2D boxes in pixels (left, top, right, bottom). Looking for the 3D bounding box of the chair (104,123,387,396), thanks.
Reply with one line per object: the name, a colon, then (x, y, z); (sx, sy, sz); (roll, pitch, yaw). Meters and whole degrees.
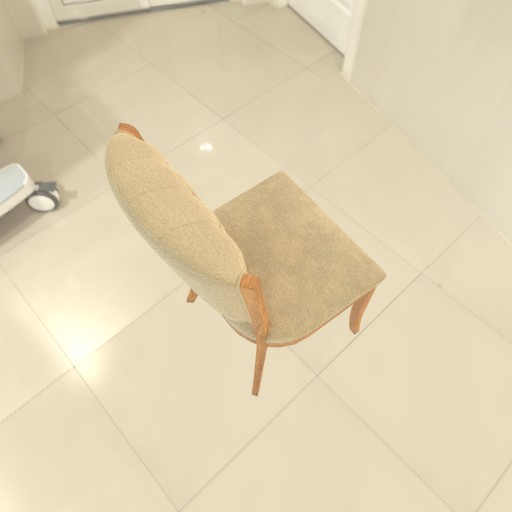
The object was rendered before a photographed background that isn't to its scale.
chair: (0.000, 0.000, 1.259); (0.584, 0.905, 0.513); (-32, 63, -18)
